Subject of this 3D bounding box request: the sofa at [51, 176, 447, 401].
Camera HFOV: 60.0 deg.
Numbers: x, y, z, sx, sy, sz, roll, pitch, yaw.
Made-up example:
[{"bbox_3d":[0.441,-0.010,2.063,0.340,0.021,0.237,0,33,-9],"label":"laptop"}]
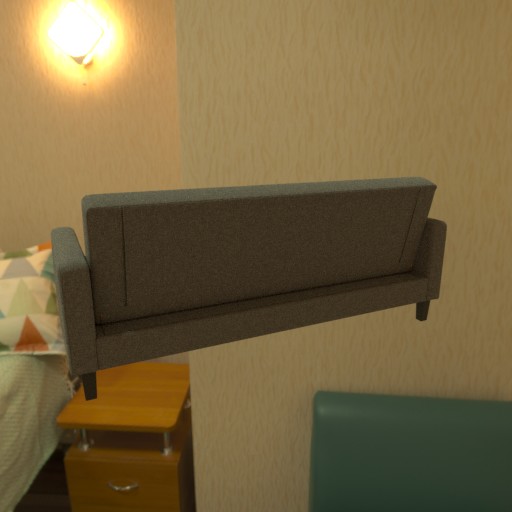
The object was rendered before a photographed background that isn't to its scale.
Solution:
[{"bbox_3d":[0.000,0.000,2.455,2.040,0.850,0.810,-7,17,-25],"label":"sofa"}]
